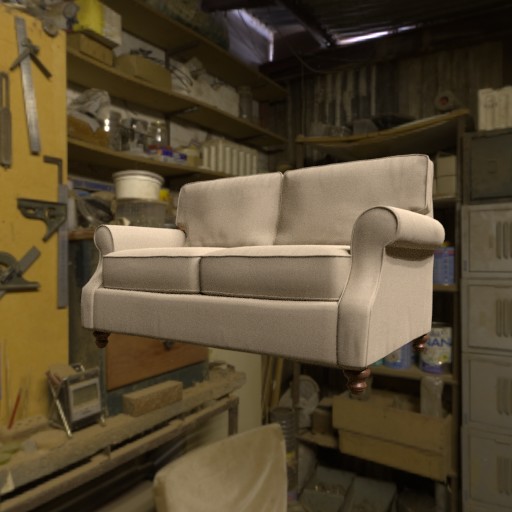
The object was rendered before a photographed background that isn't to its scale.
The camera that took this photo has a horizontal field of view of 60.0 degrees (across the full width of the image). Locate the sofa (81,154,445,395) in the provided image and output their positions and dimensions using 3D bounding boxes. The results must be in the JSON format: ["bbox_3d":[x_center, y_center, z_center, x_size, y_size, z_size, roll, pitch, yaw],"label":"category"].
[{"bbox_3d":[0.000,0.000,2.207,1.665,0.937,0.964,0,0,34],"label":"sofa"}]
